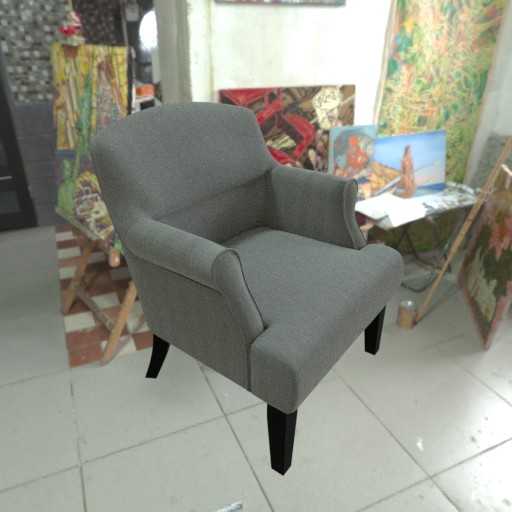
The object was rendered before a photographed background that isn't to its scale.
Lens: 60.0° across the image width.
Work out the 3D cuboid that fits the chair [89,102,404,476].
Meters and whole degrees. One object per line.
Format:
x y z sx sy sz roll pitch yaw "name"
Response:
0.000 0.000 1.431 0.755 0.880 0.772 19 33 32 "chair"
